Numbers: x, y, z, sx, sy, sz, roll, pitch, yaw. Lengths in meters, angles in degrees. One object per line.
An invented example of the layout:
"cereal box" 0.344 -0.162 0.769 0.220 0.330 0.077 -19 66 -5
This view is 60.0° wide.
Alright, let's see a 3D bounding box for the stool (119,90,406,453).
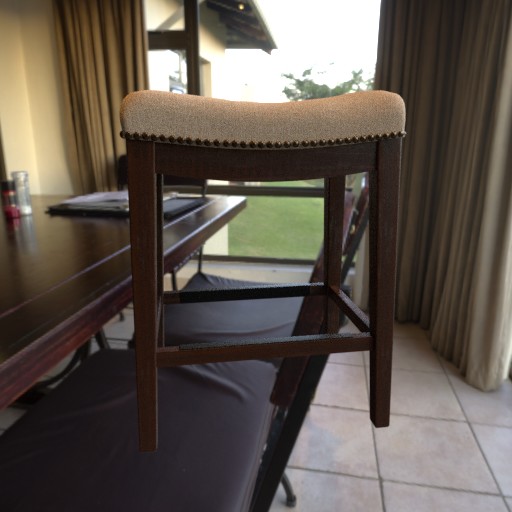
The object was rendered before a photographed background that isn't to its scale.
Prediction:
"stool" 0.000 0.000 0.970 0.509 0.669 0.363 -2 16 -9
